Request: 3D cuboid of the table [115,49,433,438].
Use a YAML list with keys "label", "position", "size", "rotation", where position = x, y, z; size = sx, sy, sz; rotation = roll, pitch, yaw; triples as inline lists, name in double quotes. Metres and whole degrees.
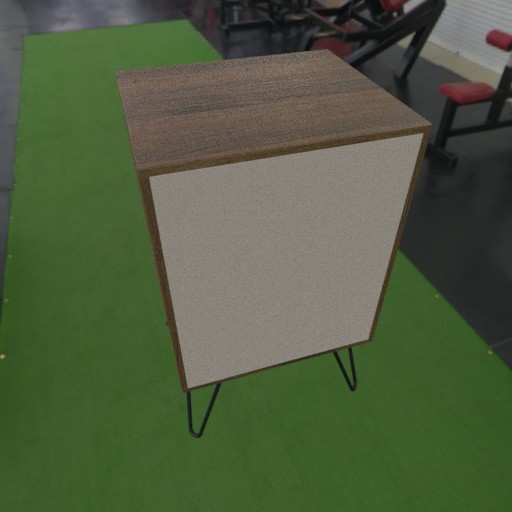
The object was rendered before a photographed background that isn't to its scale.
- label: "table"
  position: [0.000, 0.000, 1.178]
  size: [0.526, 0.866, 0.457]
  rotation: [-12, 43, -13]
